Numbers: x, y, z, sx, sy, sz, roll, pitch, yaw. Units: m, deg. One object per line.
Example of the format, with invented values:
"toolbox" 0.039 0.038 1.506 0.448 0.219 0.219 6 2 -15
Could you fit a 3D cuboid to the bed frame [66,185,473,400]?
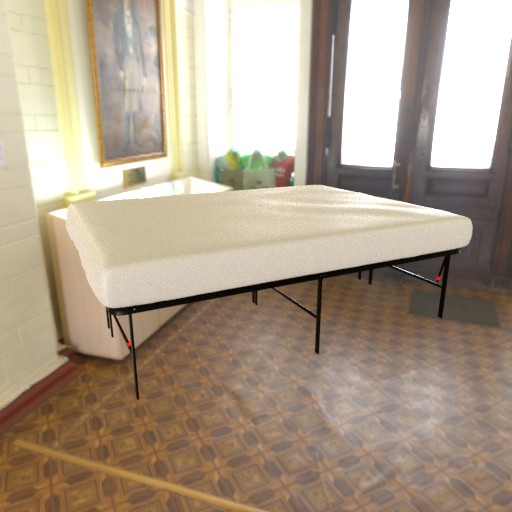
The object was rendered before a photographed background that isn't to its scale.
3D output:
"bed frame" 0.000 0.000 2.870 2.151 0.667 1.584 -8 19 -25
